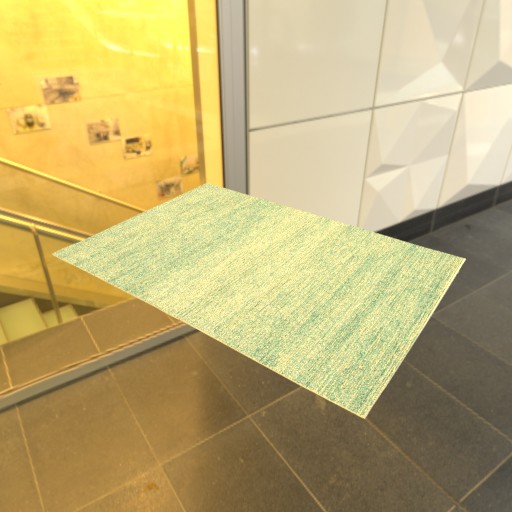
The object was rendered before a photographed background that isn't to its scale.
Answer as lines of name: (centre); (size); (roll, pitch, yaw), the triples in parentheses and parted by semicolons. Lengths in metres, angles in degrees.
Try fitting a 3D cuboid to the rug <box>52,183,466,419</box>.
rug: (0.000, 0.000, 2.981); (2.305, 0.029, 1.593); (21, 37, 31)
